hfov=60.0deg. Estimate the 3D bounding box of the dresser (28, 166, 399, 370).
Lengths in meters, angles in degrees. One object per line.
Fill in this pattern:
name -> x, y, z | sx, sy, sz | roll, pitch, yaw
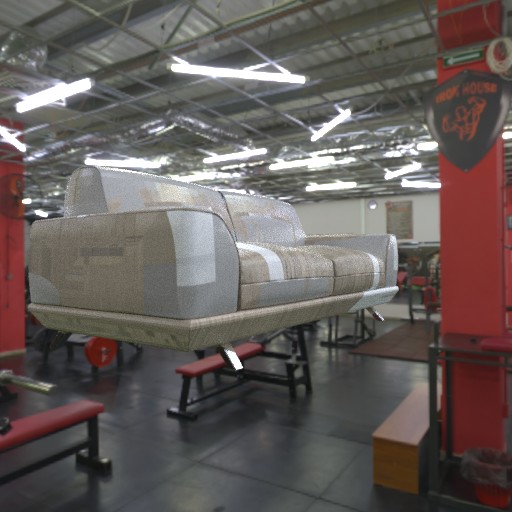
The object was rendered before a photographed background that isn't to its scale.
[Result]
dresser -> 0.000, 0.000, 5.595 | 2.251, 1.863, 4.679 | 0, 0, 35
